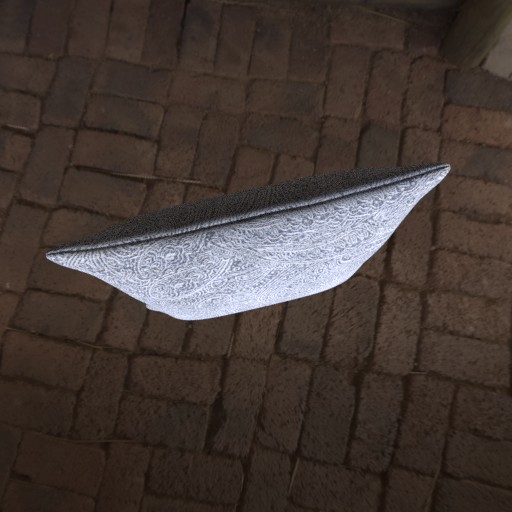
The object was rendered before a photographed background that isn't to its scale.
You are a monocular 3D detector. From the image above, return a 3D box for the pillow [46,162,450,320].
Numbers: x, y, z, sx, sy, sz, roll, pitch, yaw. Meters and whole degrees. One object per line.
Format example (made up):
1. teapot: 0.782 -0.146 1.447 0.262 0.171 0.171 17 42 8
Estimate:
1. pillow: 0.000 0.000 0.794 0.523 0.510 0.166 -13 76 -3
